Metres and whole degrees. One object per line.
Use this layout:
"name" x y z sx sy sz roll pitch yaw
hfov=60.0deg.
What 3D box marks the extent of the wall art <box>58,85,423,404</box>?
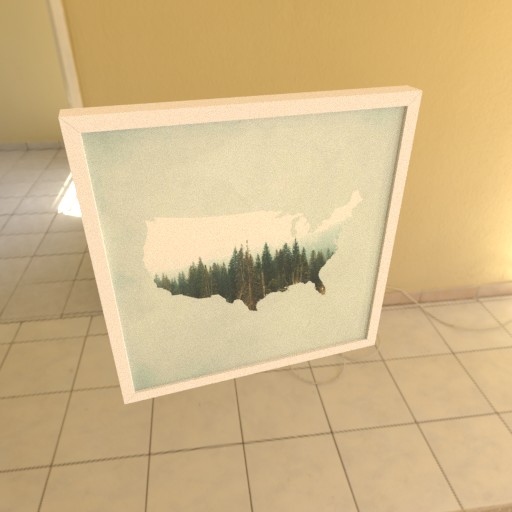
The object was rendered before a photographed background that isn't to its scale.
"wall art" 0.000 0.000 0.446 0.304 0.304 0.024 -9 33 -15
